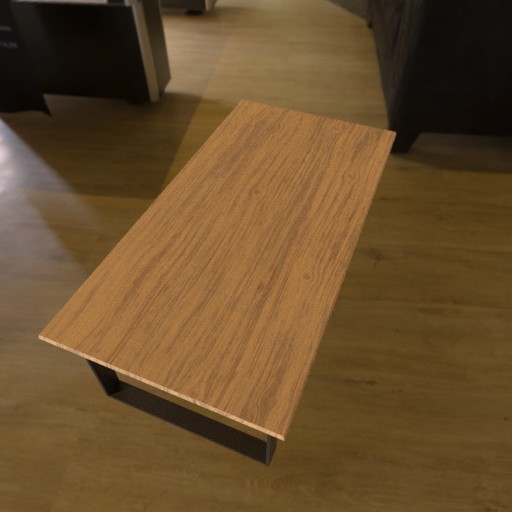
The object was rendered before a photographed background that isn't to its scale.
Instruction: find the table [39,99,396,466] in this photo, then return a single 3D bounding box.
[{"bbox_3d":[0.000,0.000,1.651,0.693,0.445,1.331,17,50,15],"label":"table"}]
